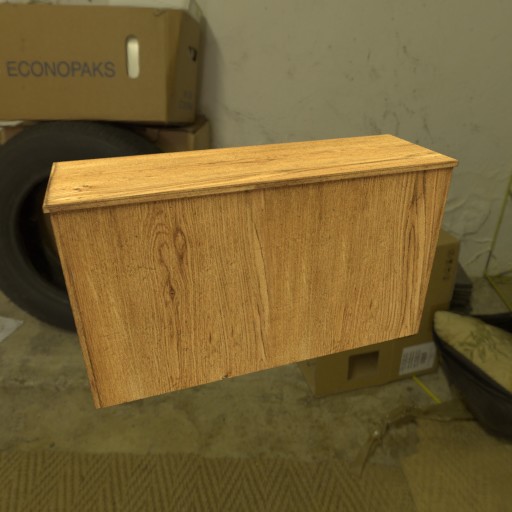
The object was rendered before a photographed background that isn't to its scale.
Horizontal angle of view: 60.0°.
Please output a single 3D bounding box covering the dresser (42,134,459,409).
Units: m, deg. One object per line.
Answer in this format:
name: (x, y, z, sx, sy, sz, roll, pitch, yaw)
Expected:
dresser: (0.000, 0.000, 2.128, 1.657, 0.932, 0.563, -9, 29, -16)
